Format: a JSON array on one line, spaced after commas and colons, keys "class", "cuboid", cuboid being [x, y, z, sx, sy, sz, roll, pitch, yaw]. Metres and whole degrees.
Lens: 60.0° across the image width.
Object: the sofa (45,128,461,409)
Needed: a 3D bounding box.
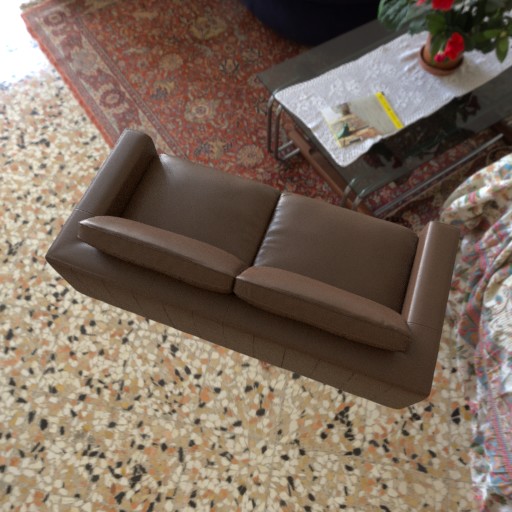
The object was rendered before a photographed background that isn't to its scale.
[{"class": "sofa", "cuboid": [0.000, 0.000, 2.756, 2.262, 0.801, 1.070, 18, 66, 8]}]
